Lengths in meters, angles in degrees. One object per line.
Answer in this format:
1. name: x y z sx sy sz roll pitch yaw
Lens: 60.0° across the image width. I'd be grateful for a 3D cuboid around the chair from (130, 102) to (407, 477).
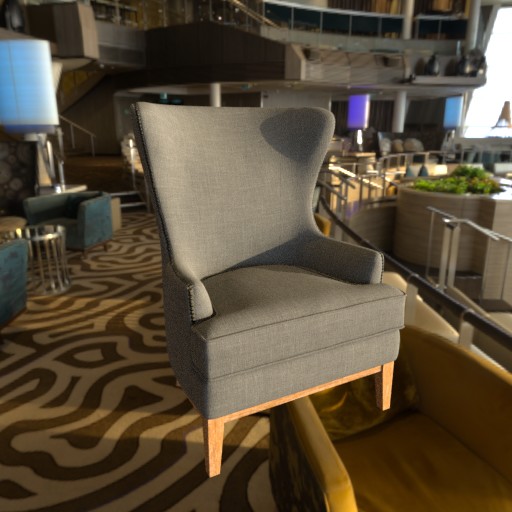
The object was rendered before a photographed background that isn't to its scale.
1. chair: 0.000 0.000 1.790 0.864 1.176 0.883 -8 18 -27
